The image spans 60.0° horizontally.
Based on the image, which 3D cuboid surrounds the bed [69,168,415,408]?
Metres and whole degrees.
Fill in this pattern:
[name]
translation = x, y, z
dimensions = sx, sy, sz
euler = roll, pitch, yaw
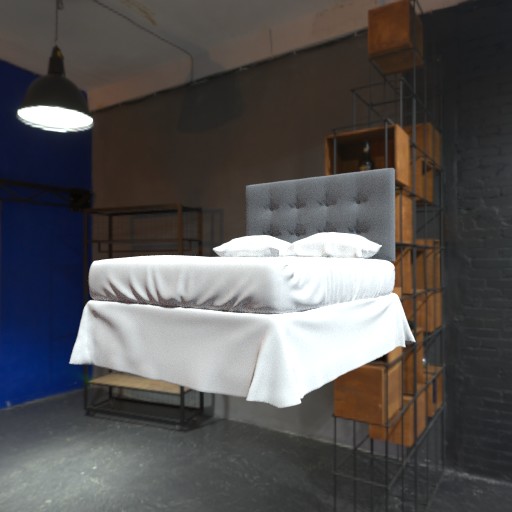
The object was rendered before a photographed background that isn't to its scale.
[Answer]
[bed]
translation = 0.000, 0.000, 3.585
dimensions = 1.936, 1.577, 2.222
euler = -1, -1, 35
